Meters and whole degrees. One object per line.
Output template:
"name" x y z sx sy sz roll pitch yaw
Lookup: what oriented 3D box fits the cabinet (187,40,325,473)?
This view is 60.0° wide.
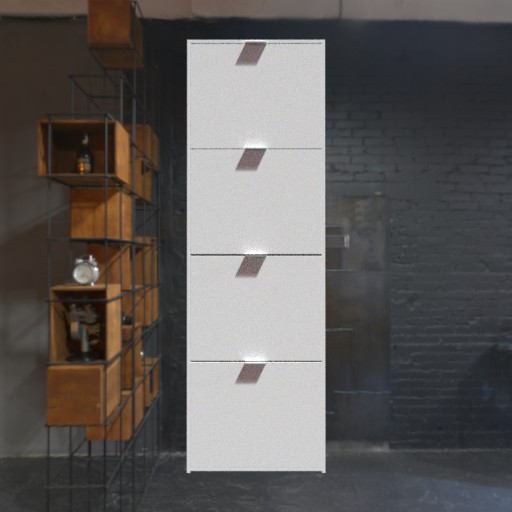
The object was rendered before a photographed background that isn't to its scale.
"cabinet" 0.000 0.000 1.774 0.520 1.630 0.255 0 0 0
